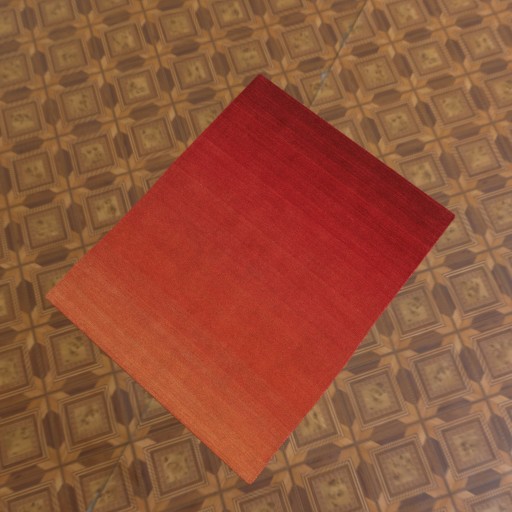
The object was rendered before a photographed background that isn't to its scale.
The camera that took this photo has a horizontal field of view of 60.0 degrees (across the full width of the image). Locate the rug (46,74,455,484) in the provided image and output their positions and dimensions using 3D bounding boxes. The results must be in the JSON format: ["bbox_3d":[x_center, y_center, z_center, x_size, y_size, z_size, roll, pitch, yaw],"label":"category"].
[{"bbox_3d":[0.000,0.000,3.915,2.340,0.028,2.905,39,79,9],"label":"rug"}]
